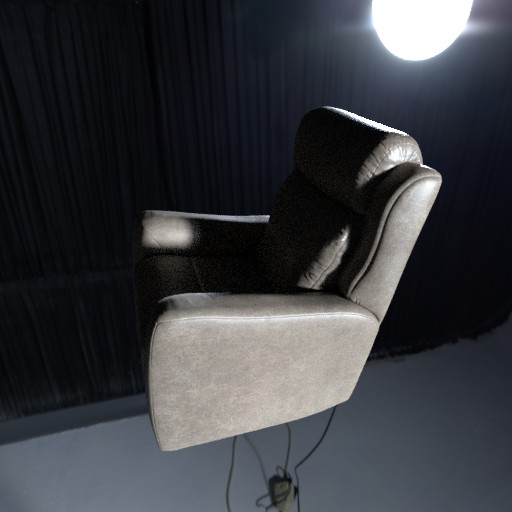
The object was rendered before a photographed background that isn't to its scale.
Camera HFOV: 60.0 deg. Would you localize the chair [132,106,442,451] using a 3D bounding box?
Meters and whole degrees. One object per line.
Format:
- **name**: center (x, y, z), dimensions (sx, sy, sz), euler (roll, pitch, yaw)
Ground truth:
- **chair**: center (0.000, 0.000, 1.911), dimensions (1.068, 1.116, 0.967), euler (-8, 29, -15)
